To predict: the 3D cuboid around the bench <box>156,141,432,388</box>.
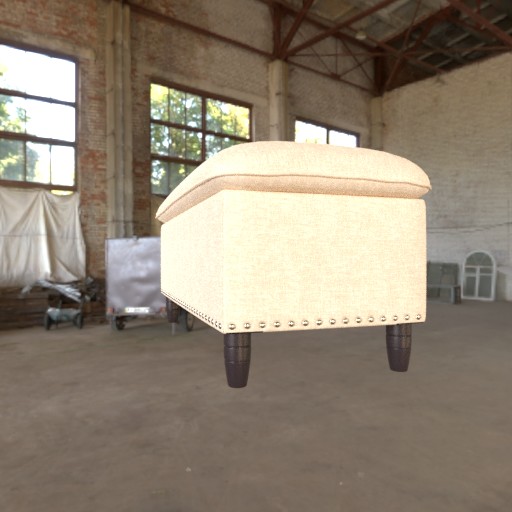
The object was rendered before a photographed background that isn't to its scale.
[{"bbox_3d":[0.000,0.000,1.280,0.483,0.483,0.991,0,0,-19],"label":"bench"}]
